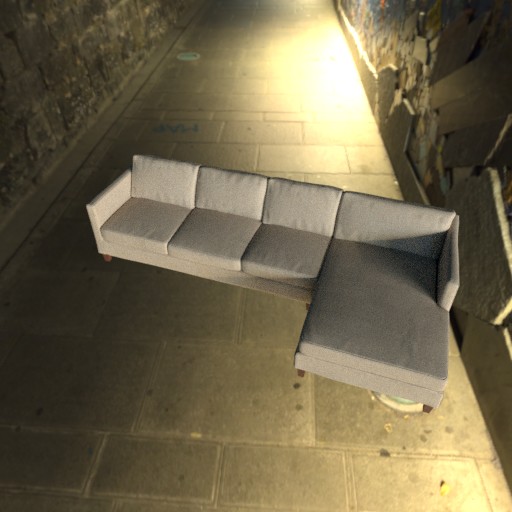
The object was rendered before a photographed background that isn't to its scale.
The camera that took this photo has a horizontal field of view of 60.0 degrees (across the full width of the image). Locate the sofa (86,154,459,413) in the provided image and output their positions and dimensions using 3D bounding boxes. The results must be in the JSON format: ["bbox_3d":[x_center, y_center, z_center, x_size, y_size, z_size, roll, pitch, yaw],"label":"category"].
[{"bbox_3d":[0.000,0.000,3.815,3.186,0.846,1.625,13,42,14],"label":"sofa"}]
